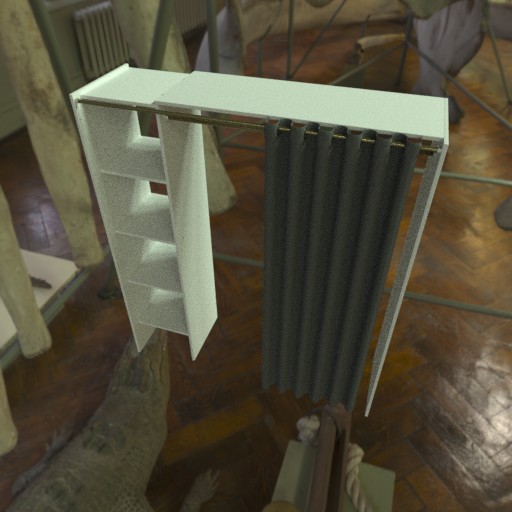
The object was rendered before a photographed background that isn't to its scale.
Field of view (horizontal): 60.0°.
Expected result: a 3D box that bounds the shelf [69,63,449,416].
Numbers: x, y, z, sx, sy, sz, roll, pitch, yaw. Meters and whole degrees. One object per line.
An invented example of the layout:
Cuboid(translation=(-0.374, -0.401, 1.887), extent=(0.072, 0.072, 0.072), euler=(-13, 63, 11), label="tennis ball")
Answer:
Cuboid(translation=(0.000, 0.000, 2.519), extent=(1.600, 1.810, 0.500), euler=(12, 41, 14), label="shelf")
